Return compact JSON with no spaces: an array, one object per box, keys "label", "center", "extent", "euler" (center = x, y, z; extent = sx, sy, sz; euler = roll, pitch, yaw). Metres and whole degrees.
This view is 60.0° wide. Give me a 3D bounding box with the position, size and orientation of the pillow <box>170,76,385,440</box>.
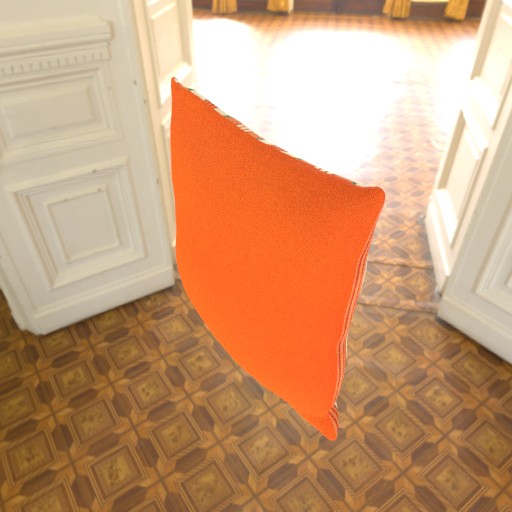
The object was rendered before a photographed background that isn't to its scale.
[{"label":"pillow","center":[0.000,0.000,0.683],"extent":[0.182,0.441,0.440],"euler":[-25,46,-26]}]
